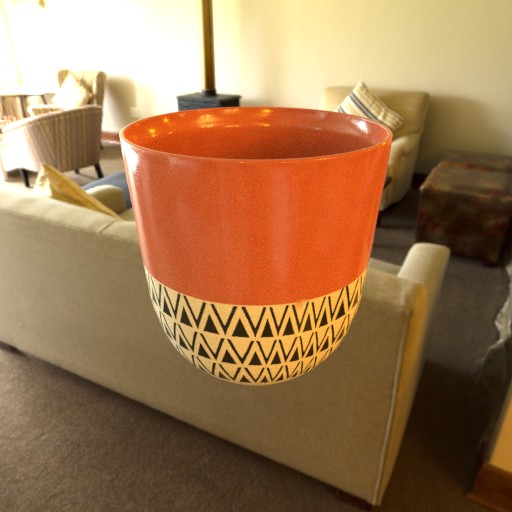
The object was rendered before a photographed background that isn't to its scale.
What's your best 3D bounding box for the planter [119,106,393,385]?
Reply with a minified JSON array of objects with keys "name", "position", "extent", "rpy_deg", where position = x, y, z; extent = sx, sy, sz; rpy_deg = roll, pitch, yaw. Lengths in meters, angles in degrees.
[{"name":"planter","position":[0.000,0.000,0.375],"extent":[0.195,0.214,0.195],"rpy_deg":[0,27,0]}]
